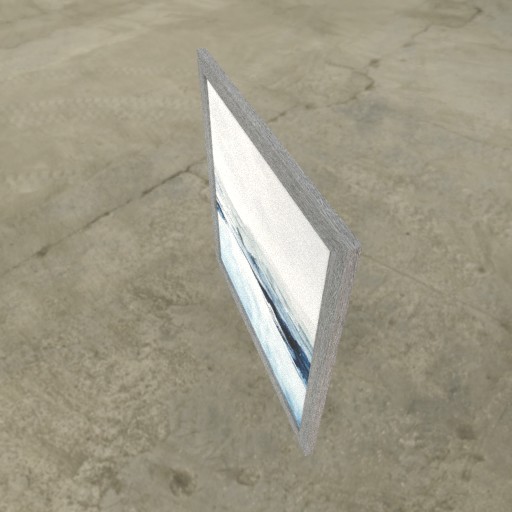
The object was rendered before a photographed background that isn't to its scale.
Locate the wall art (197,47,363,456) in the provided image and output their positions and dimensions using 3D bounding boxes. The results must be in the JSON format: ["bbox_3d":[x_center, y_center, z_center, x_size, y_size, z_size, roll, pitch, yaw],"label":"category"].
[{"bbox_3d":[0.000,0.000,1.019,0.020,0.685,0.685,-16,48,-15],"label":"wall art"}]
